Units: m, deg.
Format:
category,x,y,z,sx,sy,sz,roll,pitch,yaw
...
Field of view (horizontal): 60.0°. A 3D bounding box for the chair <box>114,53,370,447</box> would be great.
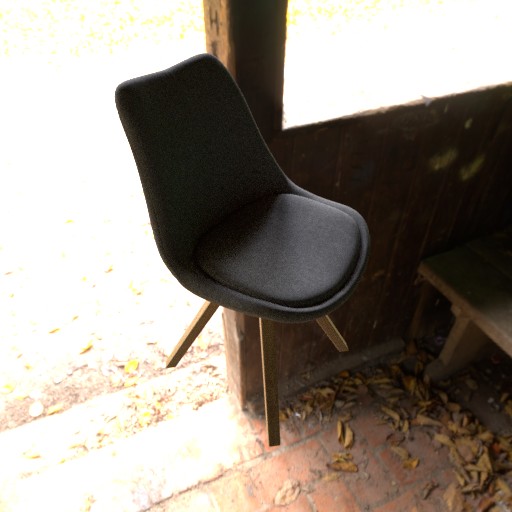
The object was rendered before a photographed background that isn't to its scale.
category,x,y,z,sx,sy,sz,roll,pitch,yaw
chair,0.000,0.000,1.163,0.550,0.865,0.483,26,47,27
